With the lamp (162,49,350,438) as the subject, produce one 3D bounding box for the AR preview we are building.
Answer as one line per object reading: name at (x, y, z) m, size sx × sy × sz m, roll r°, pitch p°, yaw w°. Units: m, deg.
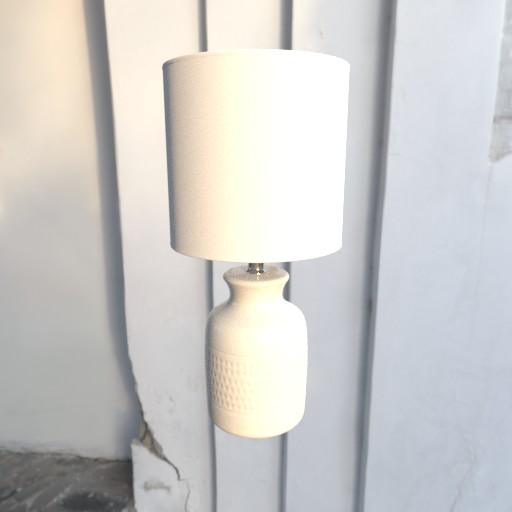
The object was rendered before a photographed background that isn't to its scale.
lamp at (0.000, 0.000, 0.498) m, size 0.188 × 0.392 × 0.188 m, roll 6°, pitch 15°, yaw 25°
